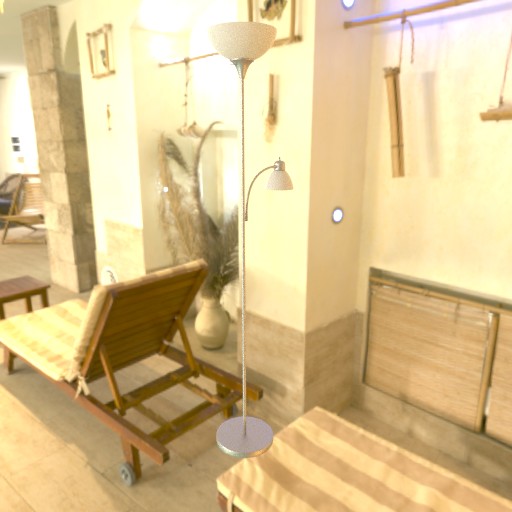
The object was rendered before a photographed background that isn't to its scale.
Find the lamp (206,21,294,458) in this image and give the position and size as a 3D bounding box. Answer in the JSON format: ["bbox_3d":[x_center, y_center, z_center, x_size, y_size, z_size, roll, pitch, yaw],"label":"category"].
[{"bbox_3d":[0.000,0.000,1.971,0.279,1.804,0.425,14,20,43],"label":"lamp"}]
